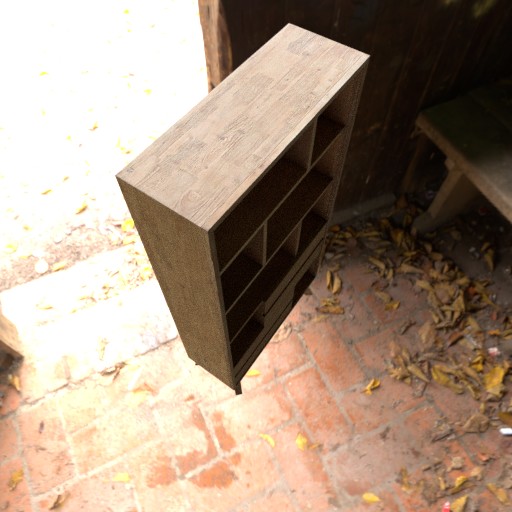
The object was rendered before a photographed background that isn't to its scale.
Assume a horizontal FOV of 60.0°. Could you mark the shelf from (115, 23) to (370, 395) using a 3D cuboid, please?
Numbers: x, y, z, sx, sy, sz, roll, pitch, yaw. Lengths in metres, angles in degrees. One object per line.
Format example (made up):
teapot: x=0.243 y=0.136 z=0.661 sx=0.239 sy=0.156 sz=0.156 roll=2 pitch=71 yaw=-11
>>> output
shelf: x=0.000 y=0.000 z=1.782 sx=0.308 sy=1.471 sz=0.748 roll=31 pitch=64 yaw=17
